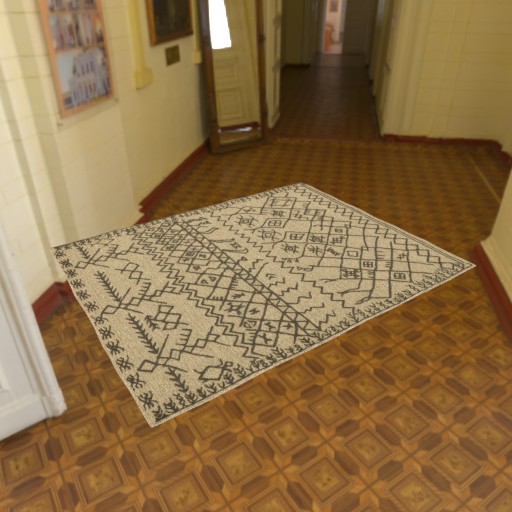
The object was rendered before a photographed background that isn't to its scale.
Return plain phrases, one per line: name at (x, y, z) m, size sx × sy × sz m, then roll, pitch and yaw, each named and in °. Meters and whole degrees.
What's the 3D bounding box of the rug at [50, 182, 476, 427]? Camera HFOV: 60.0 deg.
rug at (0.000, 0.000, 3.233) m, size 2.455 × 0.025 × 1.964 m, roll -19°, pitch 35°, yaw -29°
